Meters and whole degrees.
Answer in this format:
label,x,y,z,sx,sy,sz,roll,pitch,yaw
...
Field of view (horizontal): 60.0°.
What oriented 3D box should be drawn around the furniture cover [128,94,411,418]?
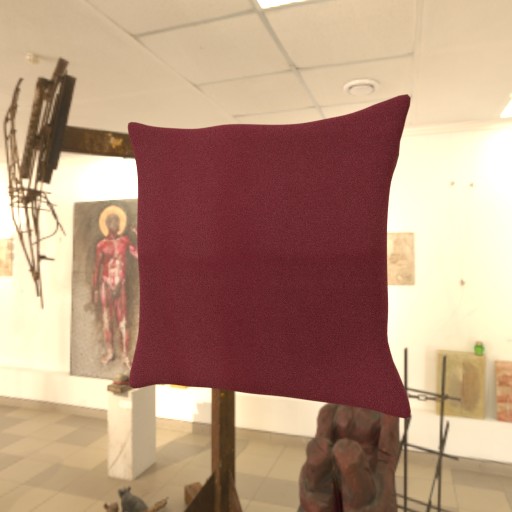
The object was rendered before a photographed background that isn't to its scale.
label,x,y,z,sx,sy,sz,roll,pitch,yaw
furniture cover,0.000,0.000,0.778,0.514,0.513,0.163,0,0,18
